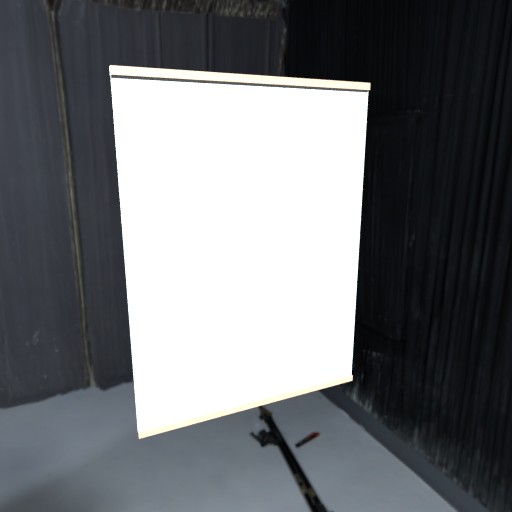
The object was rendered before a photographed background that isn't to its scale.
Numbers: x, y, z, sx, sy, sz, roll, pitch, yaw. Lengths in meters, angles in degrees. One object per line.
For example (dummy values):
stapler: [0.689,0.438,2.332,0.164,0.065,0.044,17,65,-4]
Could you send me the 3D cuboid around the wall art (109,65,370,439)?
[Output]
wall art: [0.000,0.000,0.800,0.459,0.608,0.012,-7,16,-24]
